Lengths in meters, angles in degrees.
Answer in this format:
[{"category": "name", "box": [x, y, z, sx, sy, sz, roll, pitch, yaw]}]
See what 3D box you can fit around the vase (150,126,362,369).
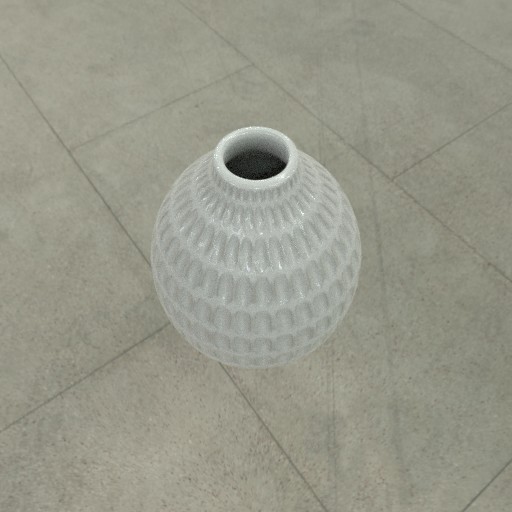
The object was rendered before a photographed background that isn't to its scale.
[{"category": "vase", "box": [0.000, 0.000, 0.348, 0.162, 0.223, 0.162, 0, 58, 0]}]
